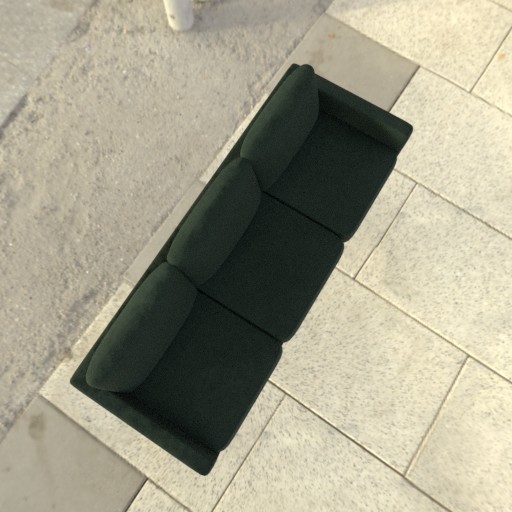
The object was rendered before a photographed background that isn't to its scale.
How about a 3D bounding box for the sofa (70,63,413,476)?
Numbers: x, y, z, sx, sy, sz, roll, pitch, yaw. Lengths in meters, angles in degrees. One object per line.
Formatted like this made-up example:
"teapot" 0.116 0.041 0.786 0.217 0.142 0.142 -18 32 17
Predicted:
"sofa" 0.000 0.000 2.613 0.859 0.870 2.218 31 78 8
